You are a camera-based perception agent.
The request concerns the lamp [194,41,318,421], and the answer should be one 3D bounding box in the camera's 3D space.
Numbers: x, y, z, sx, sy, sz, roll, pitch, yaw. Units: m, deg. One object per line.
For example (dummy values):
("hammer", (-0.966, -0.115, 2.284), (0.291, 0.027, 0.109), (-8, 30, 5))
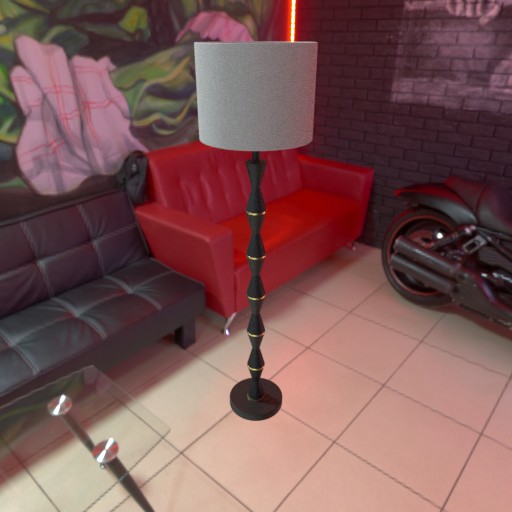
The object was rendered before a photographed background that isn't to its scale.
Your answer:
("lamp", (0.000, 0.000, 1.702), (0.381, 1.480, 0.381), (-8, 27, -15))
